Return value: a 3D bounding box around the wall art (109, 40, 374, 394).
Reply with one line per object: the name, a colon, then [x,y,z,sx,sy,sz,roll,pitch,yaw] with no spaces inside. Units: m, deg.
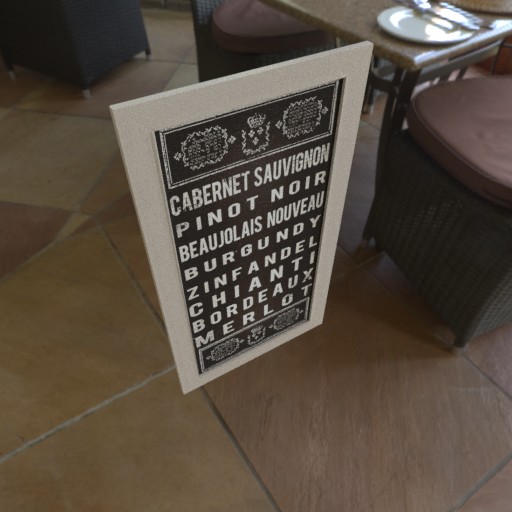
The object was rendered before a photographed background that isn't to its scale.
wall art: [0.000,0.000,0.813,0.380,0.683,0.013,-23,50,-20]
